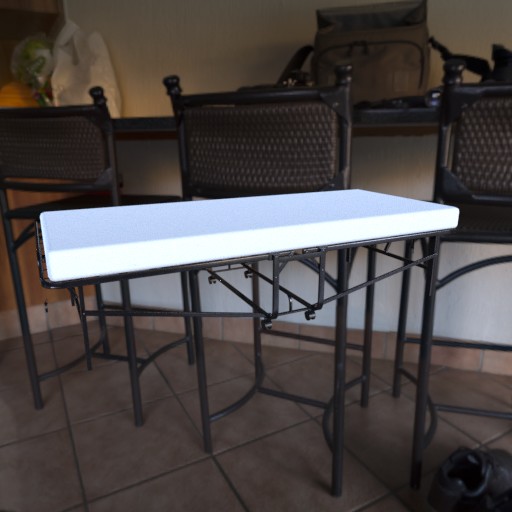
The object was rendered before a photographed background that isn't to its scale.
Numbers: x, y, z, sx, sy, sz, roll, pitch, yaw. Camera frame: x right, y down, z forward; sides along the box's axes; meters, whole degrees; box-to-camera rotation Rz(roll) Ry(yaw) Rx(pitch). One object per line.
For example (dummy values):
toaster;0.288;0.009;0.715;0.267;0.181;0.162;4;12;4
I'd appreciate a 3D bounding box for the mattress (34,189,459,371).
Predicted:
mattress;0.000;0.000;2.449;2.153;0.519;0.922;-8;18;-25
